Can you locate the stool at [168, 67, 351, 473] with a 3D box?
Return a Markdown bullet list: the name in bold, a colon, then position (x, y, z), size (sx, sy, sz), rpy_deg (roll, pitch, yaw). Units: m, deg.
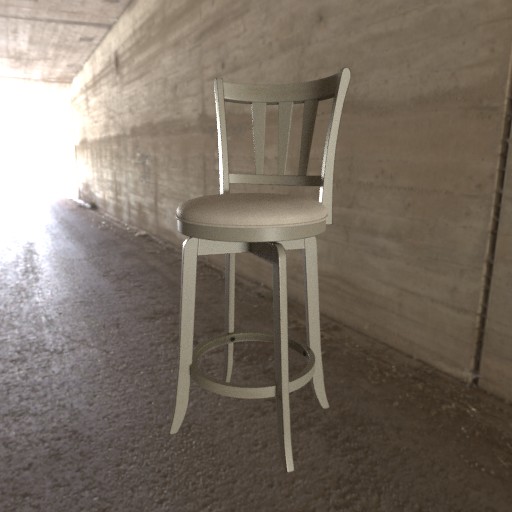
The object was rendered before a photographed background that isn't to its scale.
- **stool**: position (0.000, 0.000, 1.294), size (0.436, 1.042, 0.475), rpy_deg (6, 15, 25)
